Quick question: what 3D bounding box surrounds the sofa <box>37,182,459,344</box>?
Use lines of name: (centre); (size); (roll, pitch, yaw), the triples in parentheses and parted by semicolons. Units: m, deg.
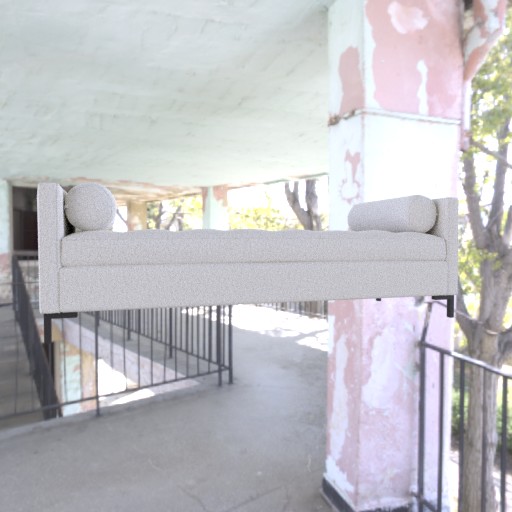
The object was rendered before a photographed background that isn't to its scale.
sofa: (0.000, 0.000, 2.334); (1.985, 0.641, 0.746); (-1, 2, -18)
